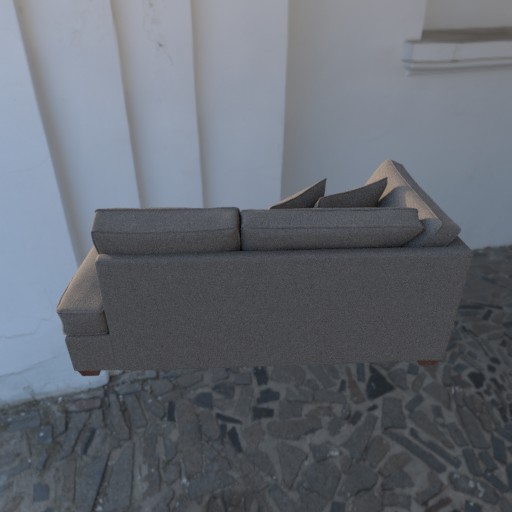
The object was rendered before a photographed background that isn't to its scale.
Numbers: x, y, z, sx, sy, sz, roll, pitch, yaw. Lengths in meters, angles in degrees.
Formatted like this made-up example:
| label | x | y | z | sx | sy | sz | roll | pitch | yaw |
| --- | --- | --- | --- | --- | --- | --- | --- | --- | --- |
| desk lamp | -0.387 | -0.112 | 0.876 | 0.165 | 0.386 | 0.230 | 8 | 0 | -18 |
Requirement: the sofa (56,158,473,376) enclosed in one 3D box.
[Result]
| label | x | y | z | sx | sy | sz | roll | pitch | yaw |
| --- | --- | --- | --- | --- | --- | --- | --- | --- | --- |
| sofa | 0.000 | 0.000 | 2.875 | 2.237 | 1.033 | 1.110 | -1 | 31 | -2 |
